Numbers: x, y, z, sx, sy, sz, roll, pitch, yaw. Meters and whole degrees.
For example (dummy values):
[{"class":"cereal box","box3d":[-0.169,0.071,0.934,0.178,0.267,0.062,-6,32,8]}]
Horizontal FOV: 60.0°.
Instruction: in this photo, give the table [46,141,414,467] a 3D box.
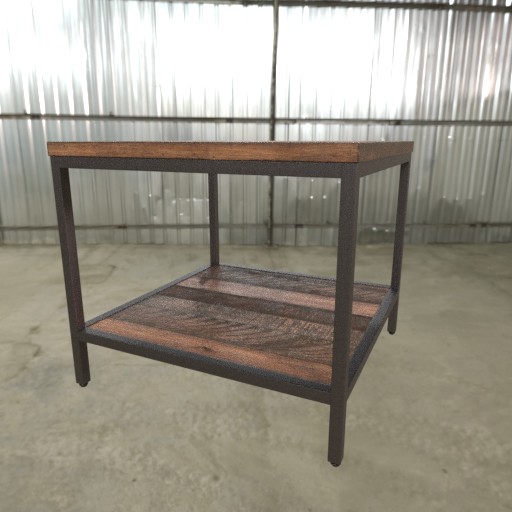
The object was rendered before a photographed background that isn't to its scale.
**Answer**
[{"class":"table","box3d":[0.000,0.000,0.961,0.548,0.482,0.553,7,16,25]}]
